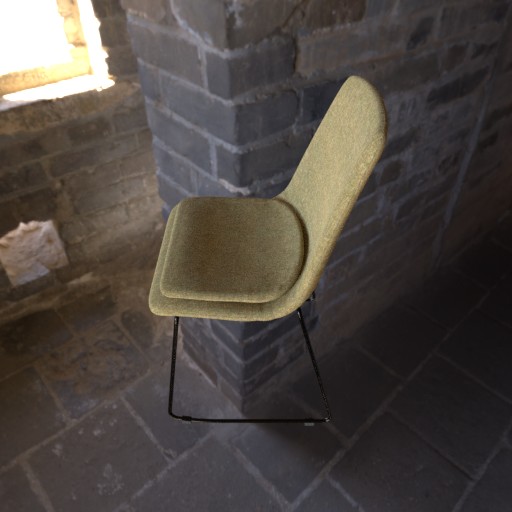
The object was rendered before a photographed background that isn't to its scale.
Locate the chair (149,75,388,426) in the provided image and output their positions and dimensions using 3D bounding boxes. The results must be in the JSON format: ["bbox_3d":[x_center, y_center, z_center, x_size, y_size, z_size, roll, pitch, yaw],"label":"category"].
[{"bbox_3d":[0.000,0.000,1.146,0.496,0.849,0.479,0,41,0],"label":"chair"}]
